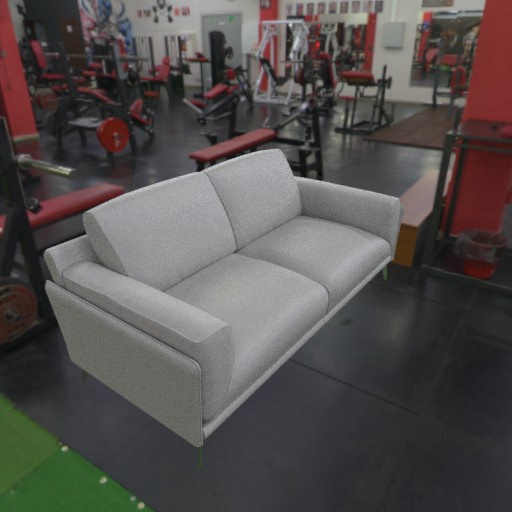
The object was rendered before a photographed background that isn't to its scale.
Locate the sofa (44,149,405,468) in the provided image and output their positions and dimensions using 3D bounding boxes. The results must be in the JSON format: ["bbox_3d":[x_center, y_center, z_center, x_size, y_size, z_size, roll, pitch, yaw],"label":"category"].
[{"bbox_3d":[0.000,0.000,2.657,1.049,0.930,2.101,19,32,32],"label":"sofa"}]
